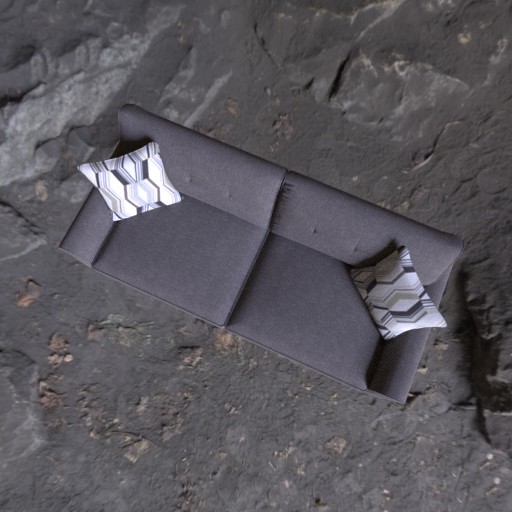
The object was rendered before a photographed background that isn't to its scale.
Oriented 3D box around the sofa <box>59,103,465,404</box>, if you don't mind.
[{"bbox_3d":[0.000,0.000,2.521,2.032,0.813,0.889,23,77,6],"label":"sofa"}]
